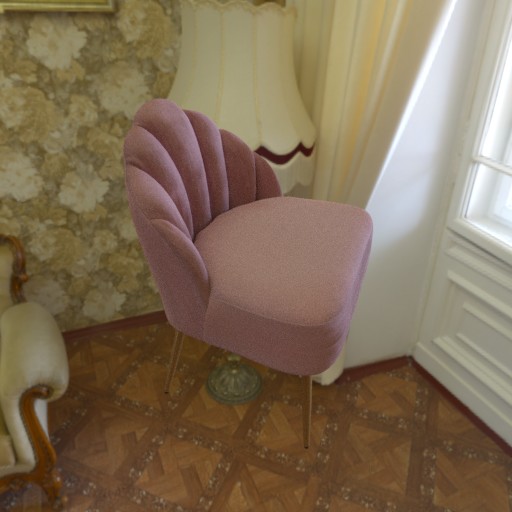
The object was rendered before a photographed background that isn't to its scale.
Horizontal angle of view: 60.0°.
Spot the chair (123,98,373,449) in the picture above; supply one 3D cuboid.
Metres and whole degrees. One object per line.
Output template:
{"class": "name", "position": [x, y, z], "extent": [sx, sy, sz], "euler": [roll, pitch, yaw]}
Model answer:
{"class": "chair", "position": [0.000, 0.000, 1.262], "extent": [0.599, 0.819, 0.657], "euler": [10, 30, 18]}
